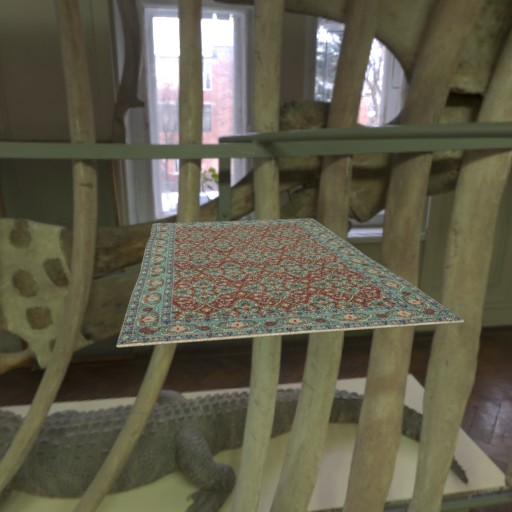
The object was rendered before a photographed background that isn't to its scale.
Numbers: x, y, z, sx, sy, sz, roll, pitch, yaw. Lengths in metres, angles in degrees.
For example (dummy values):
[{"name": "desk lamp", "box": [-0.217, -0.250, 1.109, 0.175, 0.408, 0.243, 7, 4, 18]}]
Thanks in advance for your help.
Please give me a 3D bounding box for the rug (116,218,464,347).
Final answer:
[{"name": "rug", "box": [0.000, 0.000, 3.048, 1.533, 0.011, 2.439, -3, 16, -9]}]
